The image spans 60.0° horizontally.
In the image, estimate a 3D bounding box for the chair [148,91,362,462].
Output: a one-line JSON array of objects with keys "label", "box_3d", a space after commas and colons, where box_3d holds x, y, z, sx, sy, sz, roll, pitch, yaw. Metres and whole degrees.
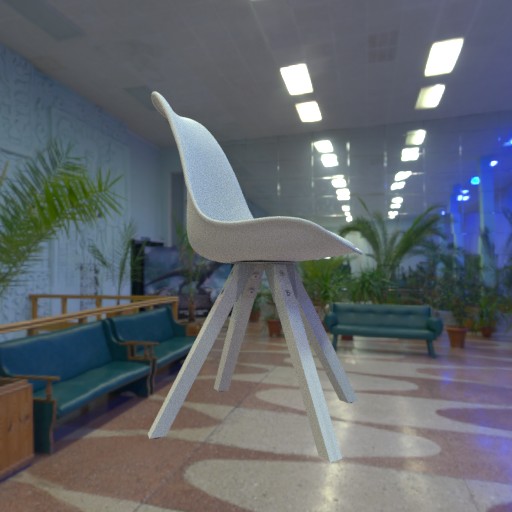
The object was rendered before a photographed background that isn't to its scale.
[{"label": "chair", "box_3d": [0.000, 0.000, 1.179, 0.550, 0.850, 0.485, 0, -1, 17]}]
